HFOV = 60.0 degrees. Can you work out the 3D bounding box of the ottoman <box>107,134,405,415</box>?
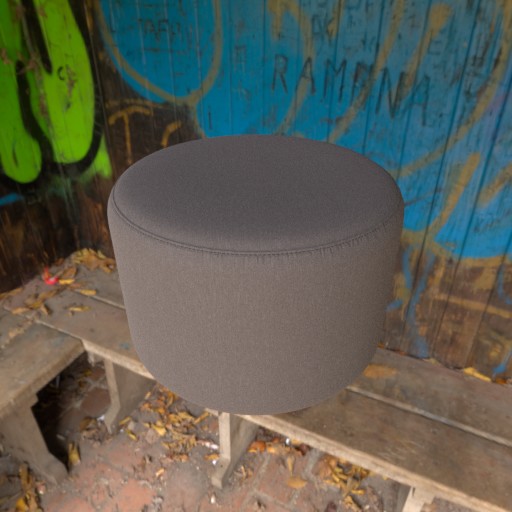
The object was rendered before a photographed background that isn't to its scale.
[{"bbox_3d":[0.000,0.000,1.020,0.608,0.433,0.608,0,32,0],"label":"ottoman"}]
